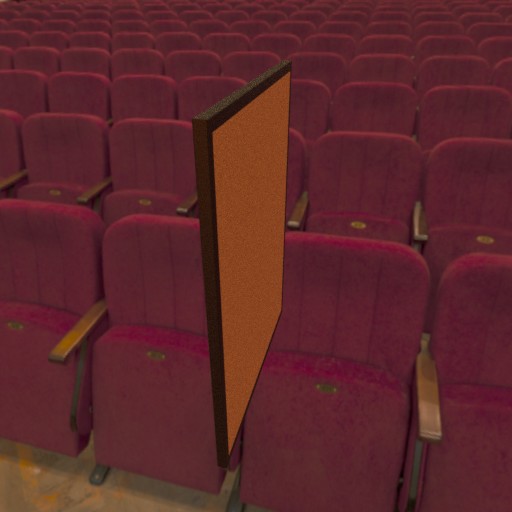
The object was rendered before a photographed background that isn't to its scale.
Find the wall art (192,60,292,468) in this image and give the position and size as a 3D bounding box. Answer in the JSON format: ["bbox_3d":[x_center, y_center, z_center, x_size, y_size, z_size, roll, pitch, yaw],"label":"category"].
[{"bbox_3d":[0.000,0.000,1.380,0.030,1.027,0.774,8,32,13],"label":"wall art"}]
